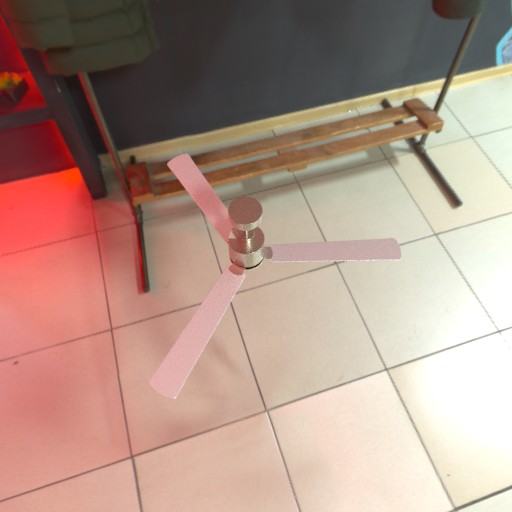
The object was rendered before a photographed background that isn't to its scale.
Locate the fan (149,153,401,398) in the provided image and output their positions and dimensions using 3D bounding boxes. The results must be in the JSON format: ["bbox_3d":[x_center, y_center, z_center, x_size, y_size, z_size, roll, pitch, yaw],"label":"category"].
[{"bbox_3d":[0.000,0.000,2.329,1.561,0.446,1.531,13,60,8],"label":"fan"}]
